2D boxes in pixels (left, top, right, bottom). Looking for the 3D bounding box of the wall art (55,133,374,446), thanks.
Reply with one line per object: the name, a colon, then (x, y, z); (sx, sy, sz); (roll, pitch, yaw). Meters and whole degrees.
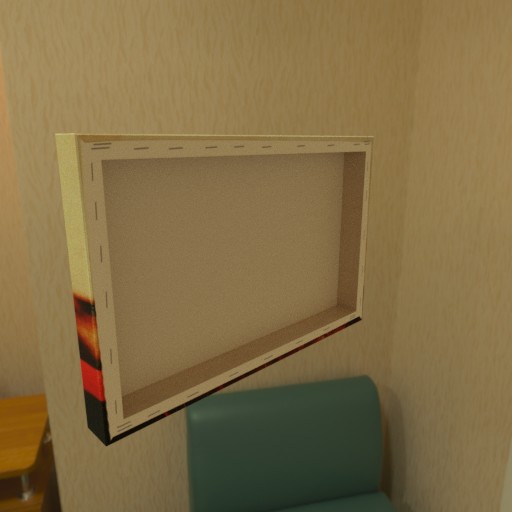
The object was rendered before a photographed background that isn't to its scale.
wall art: (0.000, 0.000, 0.478); (0.383, 0.251, 0.037); (-14, 20, -42)
